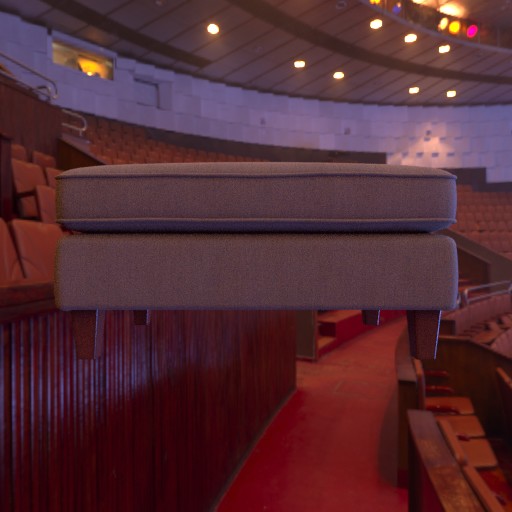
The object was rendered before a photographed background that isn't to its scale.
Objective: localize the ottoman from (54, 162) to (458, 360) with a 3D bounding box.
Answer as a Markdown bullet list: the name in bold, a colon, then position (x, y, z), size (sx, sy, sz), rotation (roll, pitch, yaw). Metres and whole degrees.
- **ottoman**: position (0.000, 0.000, 1.299), size (0.941, 0.480, 0.636), rotation (0, 0, 0)
